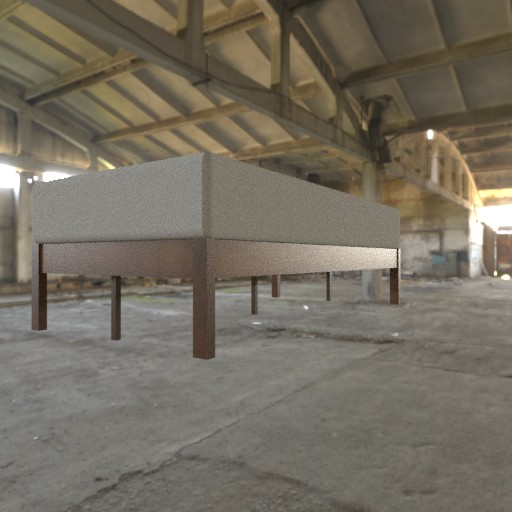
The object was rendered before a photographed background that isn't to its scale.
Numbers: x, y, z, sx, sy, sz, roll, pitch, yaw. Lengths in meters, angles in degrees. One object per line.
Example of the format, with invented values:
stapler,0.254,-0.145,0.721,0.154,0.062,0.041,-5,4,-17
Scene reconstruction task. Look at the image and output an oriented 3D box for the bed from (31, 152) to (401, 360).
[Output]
bed,0.000,0.000,2.348,0.961,0.616,1.902,0,0,35
